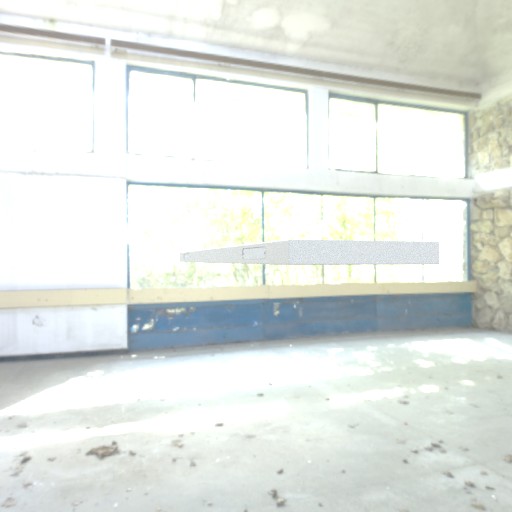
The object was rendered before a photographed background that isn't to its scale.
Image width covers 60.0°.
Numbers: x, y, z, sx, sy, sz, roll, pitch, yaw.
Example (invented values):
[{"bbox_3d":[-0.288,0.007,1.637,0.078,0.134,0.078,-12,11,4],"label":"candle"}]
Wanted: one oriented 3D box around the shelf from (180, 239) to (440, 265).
[{"bbox_3d":[0.000,0.000,0.652,0.140,0.020,0.610,0,-1,-18],"label":"shelf"}]
